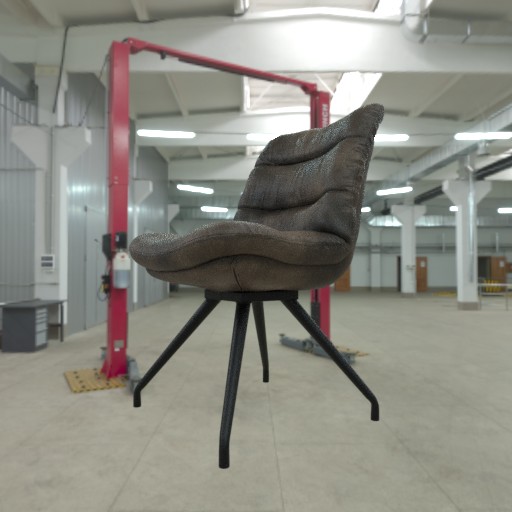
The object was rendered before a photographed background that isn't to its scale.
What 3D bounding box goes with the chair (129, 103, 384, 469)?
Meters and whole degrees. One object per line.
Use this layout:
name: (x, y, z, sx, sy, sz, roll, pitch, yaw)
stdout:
chair: (0.000, 0.000, 1.250, 0.622, 0.870, 0.549, 1, -2, -36)
